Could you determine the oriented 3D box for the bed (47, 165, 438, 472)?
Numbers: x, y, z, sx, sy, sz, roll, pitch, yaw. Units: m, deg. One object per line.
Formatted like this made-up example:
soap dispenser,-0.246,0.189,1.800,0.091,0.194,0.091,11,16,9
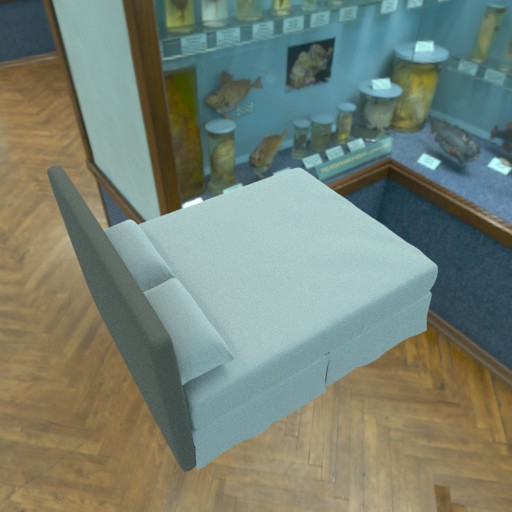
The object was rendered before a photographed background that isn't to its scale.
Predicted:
bed,0.000,0.000,3.167,2.142,1.330,1.748,-24,47,-24
